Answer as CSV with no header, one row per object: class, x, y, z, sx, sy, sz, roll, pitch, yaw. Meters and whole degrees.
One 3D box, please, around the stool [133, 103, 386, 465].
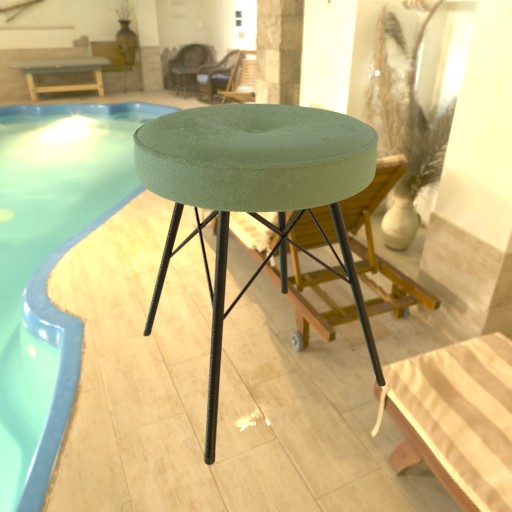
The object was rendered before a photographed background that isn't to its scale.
stool,0.000,0.000,0.868,0.457,0.519,0.458,-10,30,-17
